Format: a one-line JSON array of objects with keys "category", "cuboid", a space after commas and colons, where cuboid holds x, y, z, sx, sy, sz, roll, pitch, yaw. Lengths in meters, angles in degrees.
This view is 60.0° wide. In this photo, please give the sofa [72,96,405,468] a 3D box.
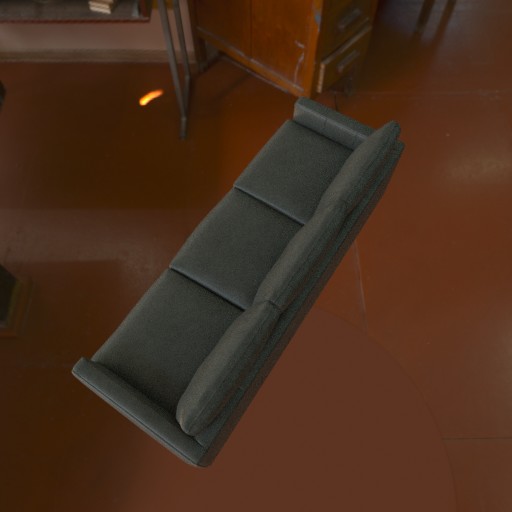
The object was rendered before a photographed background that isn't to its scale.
[{"category": "sofa", "cuboid": [0.000, 0.000, 2.399, 0.748, 0.805, 2.029, 30, 67, 14]}]
